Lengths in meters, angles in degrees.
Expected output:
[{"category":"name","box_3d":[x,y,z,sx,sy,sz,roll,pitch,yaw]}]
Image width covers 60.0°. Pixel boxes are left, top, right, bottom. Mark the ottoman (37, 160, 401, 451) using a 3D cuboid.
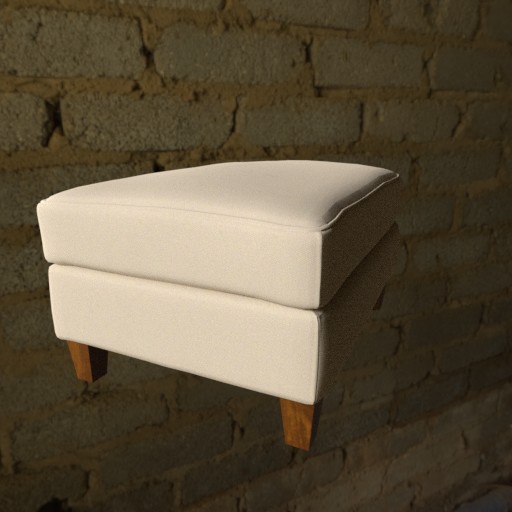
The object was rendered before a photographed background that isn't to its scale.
[{"category":"ottoman","box_3d":[0.000,0.000,1.164,0.634,0.485,0.818,8,18,24]}]
